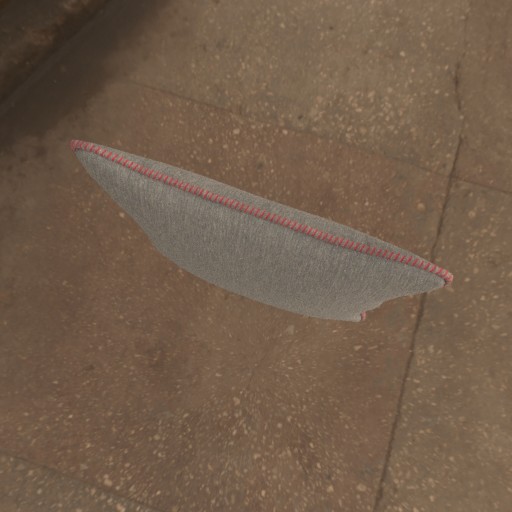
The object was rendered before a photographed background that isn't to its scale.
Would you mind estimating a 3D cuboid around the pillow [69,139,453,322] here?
[{"bbox_3d":[0.000,0.000,0.739,0.482,0.491,0.124,20,77,5],"label":"pillow"}]
